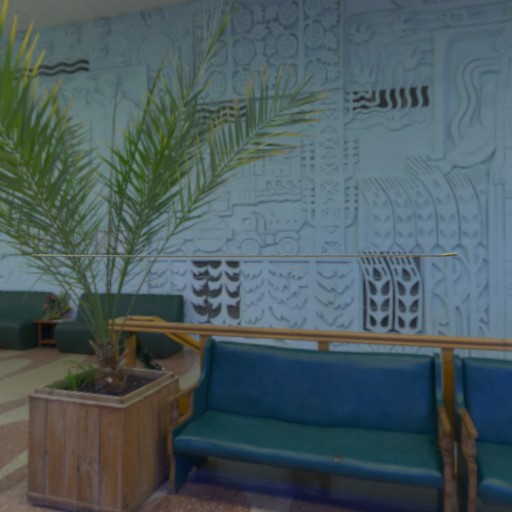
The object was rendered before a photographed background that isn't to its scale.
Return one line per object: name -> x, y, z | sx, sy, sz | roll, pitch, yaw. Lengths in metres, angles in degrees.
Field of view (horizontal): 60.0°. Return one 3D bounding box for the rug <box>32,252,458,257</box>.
rug -> 0.000, 0.000, 3.081 | 2.435, 0.018, 1.540 | 0, 0, 18
